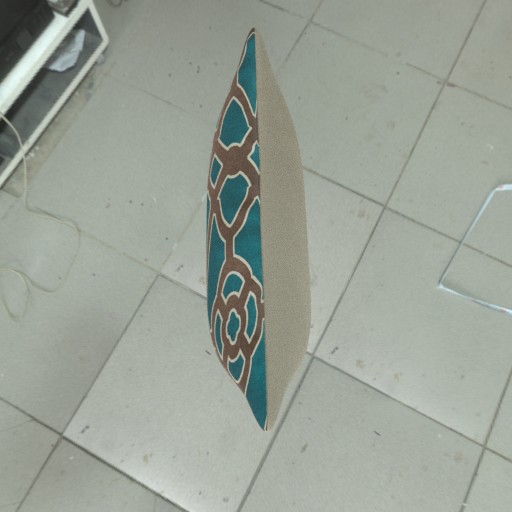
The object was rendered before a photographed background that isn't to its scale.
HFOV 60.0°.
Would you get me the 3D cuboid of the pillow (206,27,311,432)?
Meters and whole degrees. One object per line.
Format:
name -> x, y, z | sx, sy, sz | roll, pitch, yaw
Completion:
pillow -> 0.000, 0.000, 0.785 | 0.166, 0.507, 0.526 | -2, 75, 0
